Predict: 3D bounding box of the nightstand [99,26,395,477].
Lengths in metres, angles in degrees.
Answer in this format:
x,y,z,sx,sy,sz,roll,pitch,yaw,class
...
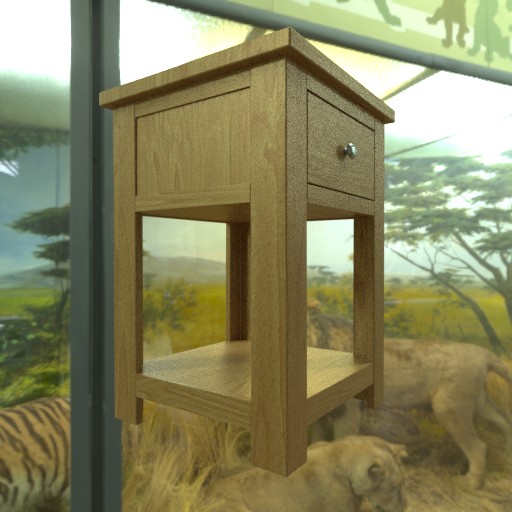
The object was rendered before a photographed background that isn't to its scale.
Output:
x,y,z,sx,sy,sz,roll,pitch,yaw,class
0.000,0.000,0.884,0.418,0.614,0.428,0,0,36,nightstand
